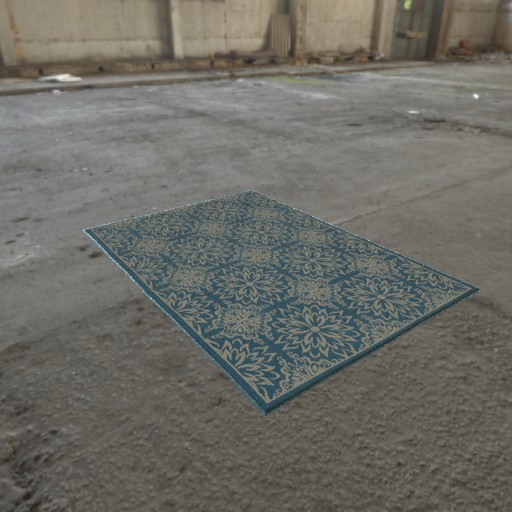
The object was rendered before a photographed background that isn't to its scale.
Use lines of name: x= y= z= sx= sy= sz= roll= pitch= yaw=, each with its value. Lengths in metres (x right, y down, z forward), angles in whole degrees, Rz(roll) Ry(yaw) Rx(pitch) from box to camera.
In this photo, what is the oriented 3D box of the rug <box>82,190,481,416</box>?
rug: x=0.000 y=0.000 z=2.890 sx=1.554 sy=0.012 sz=2.205 roll=-19 pitch=32 yaw=-32
